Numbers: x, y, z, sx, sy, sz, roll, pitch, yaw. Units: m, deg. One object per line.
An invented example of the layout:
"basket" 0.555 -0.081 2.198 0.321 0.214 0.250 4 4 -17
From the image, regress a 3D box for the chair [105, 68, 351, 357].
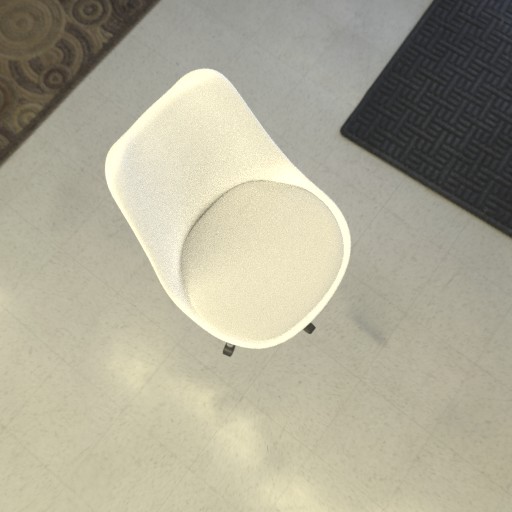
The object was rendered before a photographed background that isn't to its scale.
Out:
"chair" 0.000 0.000 1.247 0.550 0.930 0.550 39 79 9
